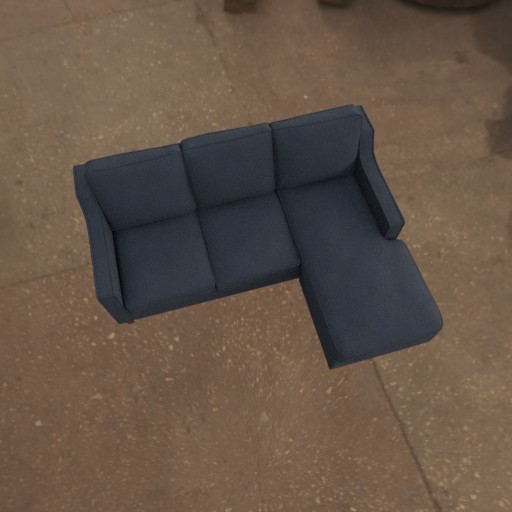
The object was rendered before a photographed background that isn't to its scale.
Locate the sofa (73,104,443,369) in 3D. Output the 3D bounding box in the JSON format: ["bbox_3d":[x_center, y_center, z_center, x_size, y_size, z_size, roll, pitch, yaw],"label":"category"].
[{"bbox_3d":[0.000,0.000,3.340,2.317,1.066,1.858,-14,65,-7],"label":"sofa"}]
